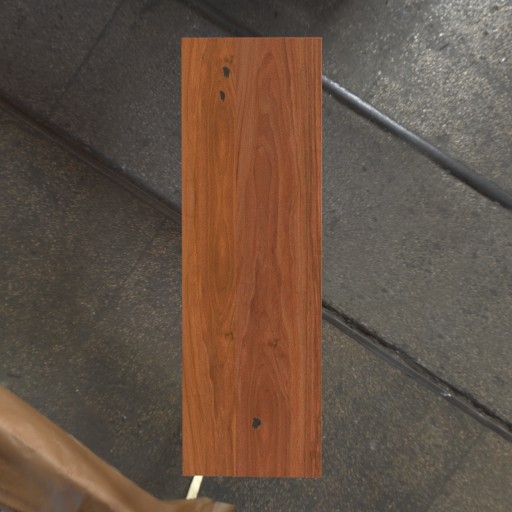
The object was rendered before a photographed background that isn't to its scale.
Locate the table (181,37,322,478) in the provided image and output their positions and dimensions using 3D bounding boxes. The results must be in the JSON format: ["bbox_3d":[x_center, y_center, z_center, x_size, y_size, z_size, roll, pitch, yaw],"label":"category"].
[{"bbox_3d":[0.000,0.000,1.482,0.350,0.750,1.100,0,91,2],"label":"table"}]
